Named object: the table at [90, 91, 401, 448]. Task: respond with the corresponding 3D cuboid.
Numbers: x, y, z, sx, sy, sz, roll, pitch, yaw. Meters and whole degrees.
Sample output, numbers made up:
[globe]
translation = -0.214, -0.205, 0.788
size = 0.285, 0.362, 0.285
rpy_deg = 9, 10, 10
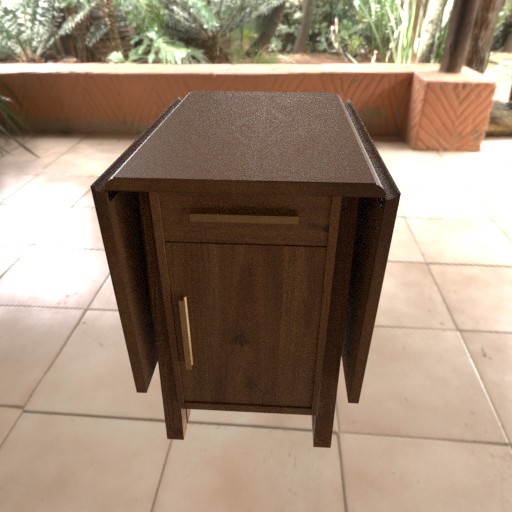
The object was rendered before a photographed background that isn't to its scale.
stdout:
[table]
translation = 0.000, 0.000, 1.651
size = 0.701, 0.981, 0.967
rpy_deg = 2, 31, 3
